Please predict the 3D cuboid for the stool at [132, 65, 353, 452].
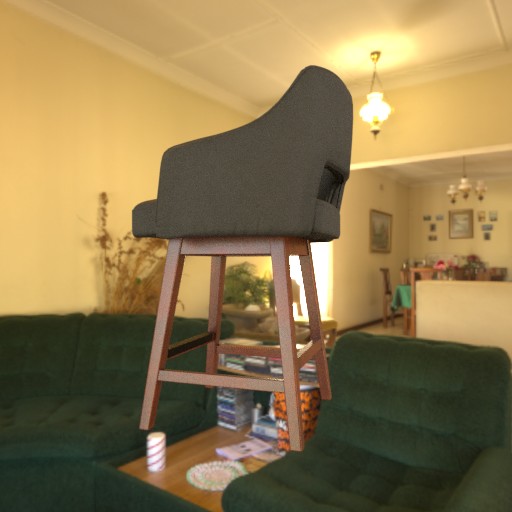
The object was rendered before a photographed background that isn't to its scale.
[{"bbox_3d":[0.000,0.000,1.289,0.558,0.912,0.548,0,-1,19],"label":"stool"}]
